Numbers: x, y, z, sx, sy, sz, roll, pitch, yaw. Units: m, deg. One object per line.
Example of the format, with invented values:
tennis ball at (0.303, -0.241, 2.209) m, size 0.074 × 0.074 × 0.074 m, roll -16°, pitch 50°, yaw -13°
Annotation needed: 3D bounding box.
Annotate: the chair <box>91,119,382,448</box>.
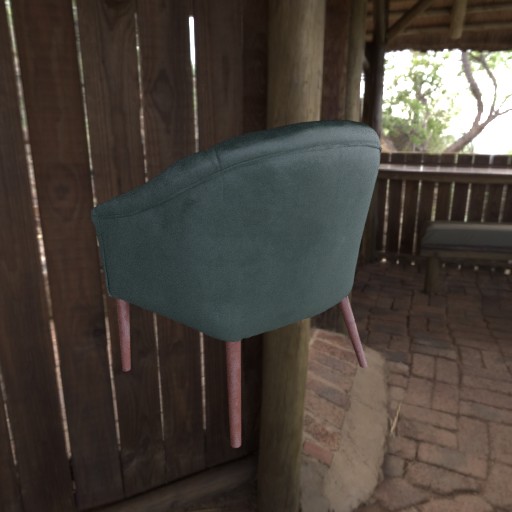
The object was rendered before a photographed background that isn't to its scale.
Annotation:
chair at (0.000, 0.000, 1.529) m, size 0.851 × 0.885 × 0.776 m, roll -14°, pitch 21°, yaw -41°
